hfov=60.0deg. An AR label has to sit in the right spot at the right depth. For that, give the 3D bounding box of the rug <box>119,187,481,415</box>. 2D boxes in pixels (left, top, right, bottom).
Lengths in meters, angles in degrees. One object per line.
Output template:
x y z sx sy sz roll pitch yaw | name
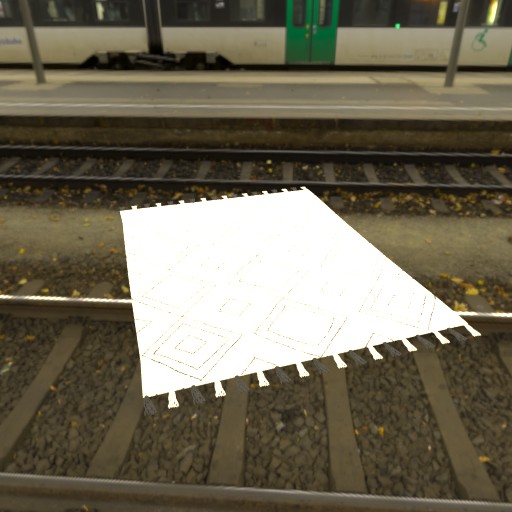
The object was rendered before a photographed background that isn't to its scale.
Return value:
0.000 0.000 4.166 2.342 0.026 3.221 -9 30 -15 | rug
